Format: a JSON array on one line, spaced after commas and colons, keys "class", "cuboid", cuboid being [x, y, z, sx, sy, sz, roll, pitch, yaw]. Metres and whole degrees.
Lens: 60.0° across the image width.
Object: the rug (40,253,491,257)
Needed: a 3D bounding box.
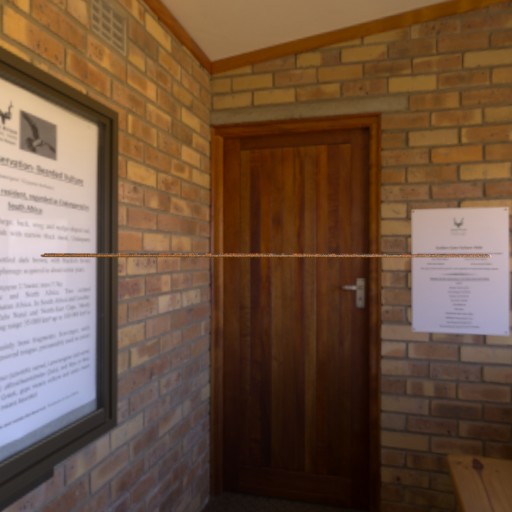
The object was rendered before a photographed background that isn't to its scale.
[{"class": "rug", "cuboid": [0.000, 0.000, 2.191, 1.758, 0.013, 1.148, 0, 0, -17]}]
